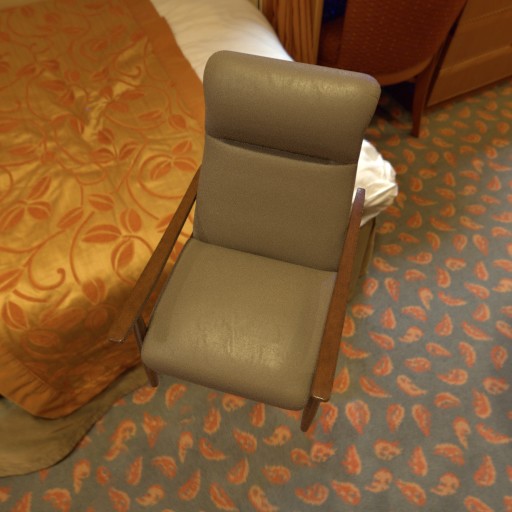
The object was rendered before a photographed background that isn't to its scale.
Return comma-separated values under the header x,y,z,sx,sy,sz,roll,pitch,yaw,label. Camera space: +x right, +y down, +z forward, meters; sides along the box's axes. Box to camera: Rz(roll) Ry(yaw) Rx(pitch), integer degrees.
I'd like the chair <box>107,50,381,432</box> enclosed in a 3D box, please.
x,y,z,sx,sy,sz,roll,pitch,yaw,label
0.000,0.000,1.759,0.762,1.082,1.014,14,59,8,chair
